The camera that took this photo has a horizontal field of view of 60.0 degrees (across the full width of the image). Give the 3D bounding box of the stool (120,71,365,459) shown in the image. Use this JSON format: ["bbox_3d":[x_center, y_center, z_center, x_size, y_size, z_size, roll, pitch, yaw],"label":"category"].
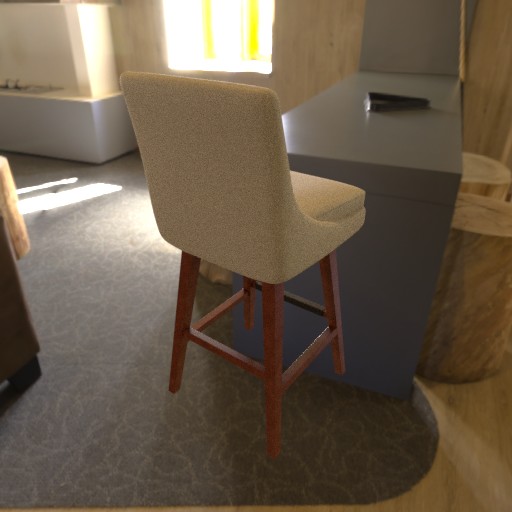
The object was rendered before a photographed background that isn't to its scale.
[{"bbox_3d":[0.000,0.000,1.376,0.470,1.092,0.559,20,35,31],"label":"stool"}]
